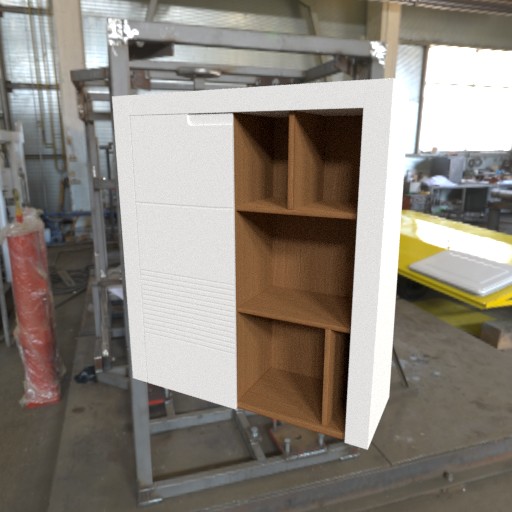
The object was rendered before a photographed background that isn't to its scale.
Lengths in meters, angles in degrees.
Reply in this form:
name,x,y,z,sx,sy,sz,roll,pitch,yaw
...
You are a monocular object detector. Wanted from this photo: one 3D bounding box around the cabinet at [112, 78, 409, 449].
name,x,y,z,sx,sy,sz,roll,pitch,yaw
cabinet,0.000,0.000,1.667,0.990,1.150,0.348,7,16,26
